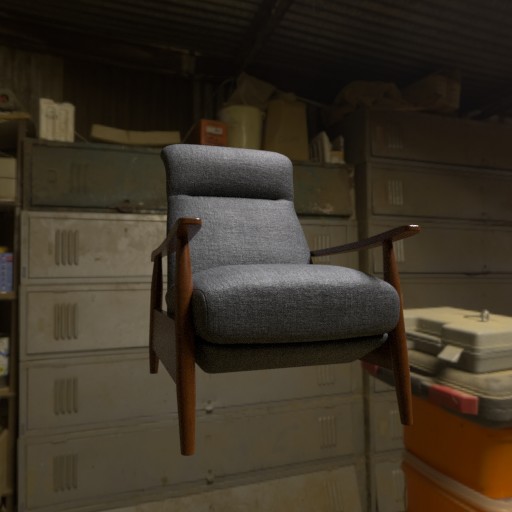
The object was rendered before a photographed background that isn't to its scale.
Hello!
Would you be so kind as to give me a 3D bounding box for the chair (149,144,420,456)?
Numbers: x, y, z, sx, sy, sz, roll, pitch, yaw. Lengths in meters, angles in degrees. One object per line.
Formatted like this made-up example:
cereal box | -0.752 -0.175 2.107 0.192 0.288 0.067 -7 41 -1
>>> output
chair | 0.000 0.000 1.759 0.762 1.082 1.030 0 -1 -18
